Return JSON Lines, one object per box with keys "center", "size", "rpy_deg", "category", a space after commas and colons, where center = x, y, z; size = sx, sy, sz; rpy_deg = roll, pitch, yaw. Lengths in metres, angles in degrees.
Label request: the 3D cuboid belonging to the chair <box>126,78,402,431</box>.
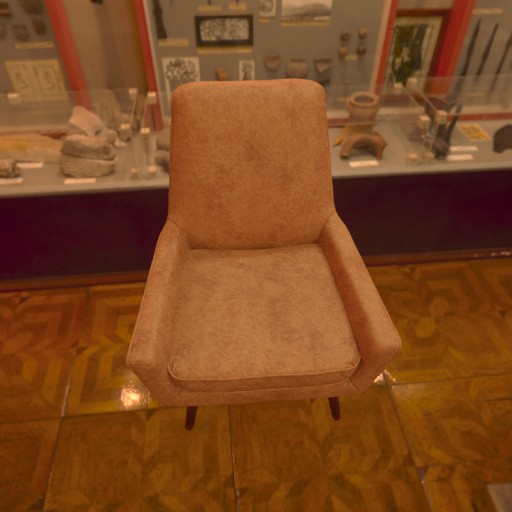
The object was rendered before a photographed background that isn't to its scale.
{"center": [0.000, 0.000, 1.498], "size": [0.753, 0.883, 0.851], "rpy_deg": [-3, 44, -3], "category": "chair"}
